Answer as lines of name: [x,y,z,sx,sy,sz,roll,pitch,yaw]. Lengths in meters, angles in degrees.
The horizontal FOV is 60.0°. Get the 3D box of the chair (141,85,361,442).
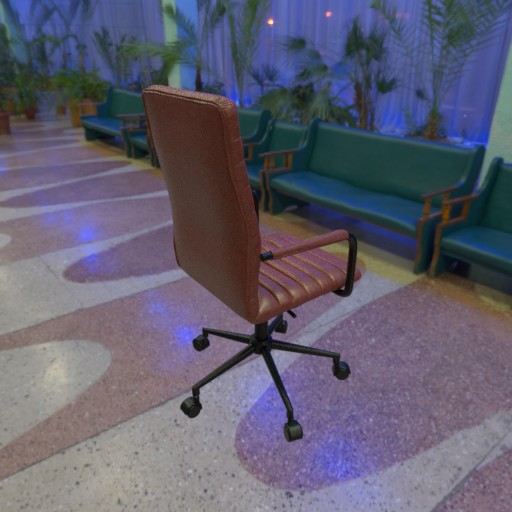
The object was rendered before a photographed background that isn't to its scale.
chair: [0.000,0.000,1.354,0.580,0.979,0.608,-18,31,-32]
